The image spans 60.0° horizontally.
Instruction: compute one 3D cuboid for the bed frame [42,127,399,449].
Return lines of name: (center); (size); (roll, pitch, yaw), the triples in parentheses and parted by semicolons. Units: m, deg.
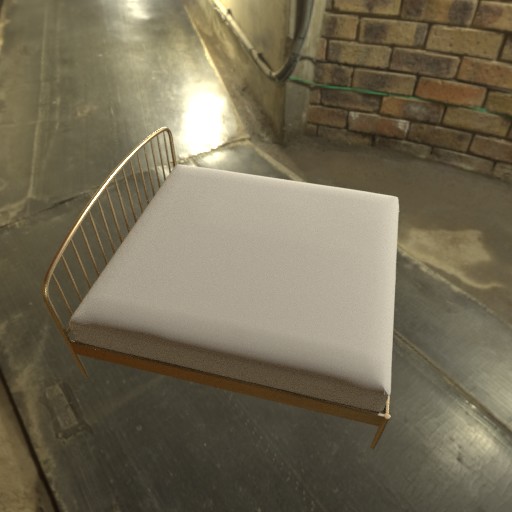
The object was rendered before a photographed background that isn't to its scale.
bed frame: (0.000, 0.000, 3.410); (2.152, 1.174, 2.016); (10, 46, 10)
